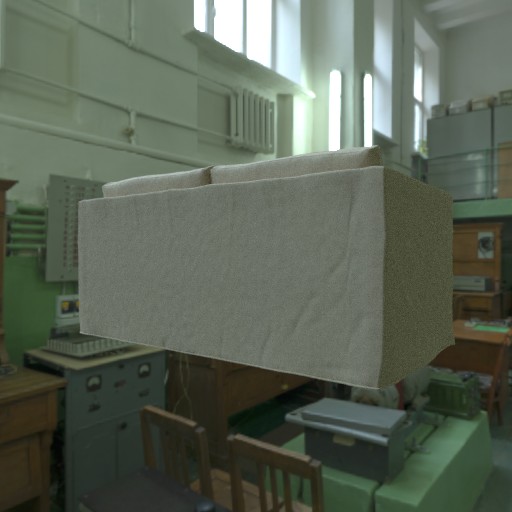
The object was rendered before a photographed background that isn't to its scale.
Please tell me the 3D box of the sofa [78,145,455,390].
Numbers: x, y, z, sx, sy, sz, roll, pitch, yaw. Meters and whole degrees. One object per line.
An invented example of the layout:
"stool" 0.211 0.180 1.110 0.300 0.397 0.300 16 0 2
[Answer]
"sofa" 0.000 0.000 2.255 1.719 0.835 0.962 1 1 36
